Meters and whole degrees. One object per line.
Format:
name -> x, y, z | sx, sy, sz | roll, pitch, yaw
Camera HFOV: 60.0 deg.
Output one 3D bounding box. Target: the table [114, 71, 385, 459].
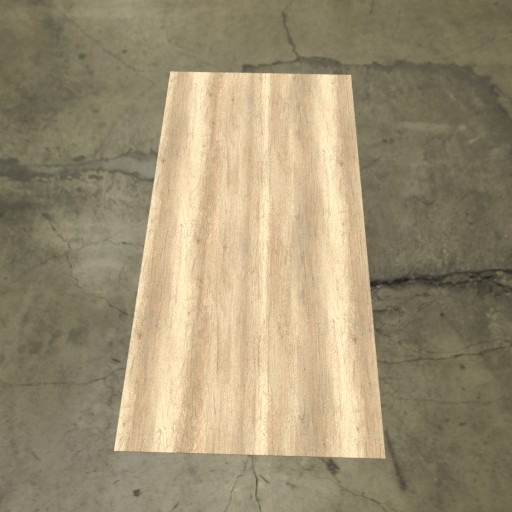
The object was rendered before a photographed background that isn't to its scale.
table -> 0.000, 0.000, 1.636 | 0.700, 0.460, 1.350 | 1, 65, 1
